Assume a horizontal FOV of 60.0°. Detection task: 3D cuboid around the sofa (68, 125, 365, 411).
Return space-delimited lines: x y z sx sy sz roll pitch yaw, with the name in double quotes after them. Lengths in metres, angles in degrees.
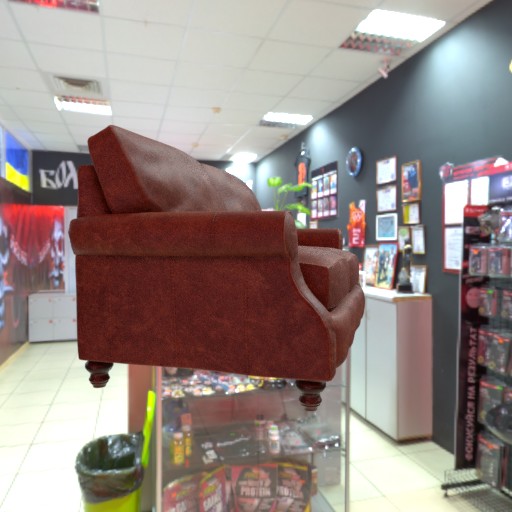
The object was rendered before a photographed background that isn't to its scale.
0.000 0.000 2.172 0.990 0.967 1.616 0 1 17 "sofa"
